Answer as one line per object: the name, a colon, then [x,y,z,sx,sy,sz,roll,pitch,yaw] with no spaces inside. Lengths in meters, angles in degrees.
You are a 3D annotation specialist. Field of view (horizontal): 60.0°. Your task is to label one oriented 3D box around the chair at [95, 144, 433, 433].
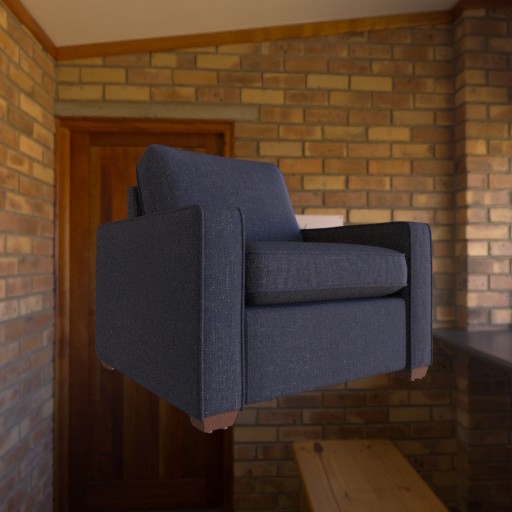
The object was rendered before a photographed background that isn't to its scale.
chair: [0.000,0.000,1.752,1.017,0.919,0.940,0,-1,-35]
